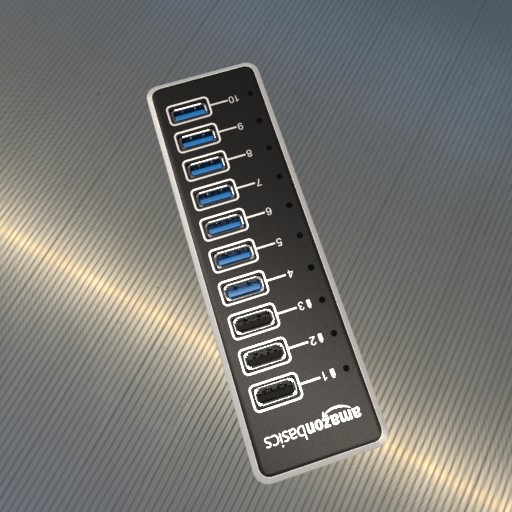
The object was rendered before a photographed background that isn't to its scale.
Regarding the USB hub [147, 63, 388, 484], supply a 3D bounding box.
[{"bbox_3d":[0.000,0.000,0.163,0.044,0.023,0.145,-17,76,-4],"label":"USB hub"}]
